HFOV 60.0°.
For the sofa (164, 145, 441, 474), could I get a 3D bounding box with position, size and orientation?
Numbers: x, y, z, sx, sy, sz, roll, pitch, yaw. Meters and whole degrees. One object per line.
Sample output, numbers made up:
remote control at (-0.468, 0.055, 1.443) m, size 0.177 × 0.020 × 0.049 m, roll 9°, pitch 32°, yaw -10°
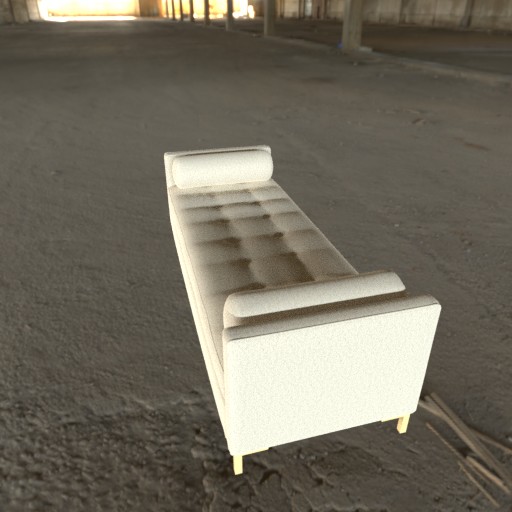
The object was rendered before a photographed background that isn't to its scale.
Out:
sofa at (0.000, 0.000, 2.329) m, size 0.746 × 0.641 × 1.985 m, roll -8°, pitch 30°, yaw -13°
